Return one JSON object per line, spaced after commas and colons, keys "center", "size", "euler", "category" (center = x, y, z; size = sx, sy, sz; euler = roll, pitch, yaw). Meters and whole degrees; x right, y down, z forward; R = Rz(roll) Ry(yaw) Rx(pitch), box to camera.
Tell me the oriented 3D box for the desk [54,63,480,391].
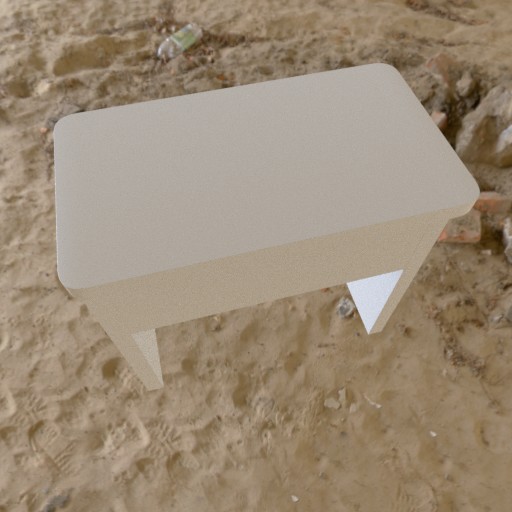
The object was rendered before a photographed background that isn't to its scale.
{"center": [0.000, 0.000, 1.218], "size": [0.790, 0.760, 0.446], "euler": [-13, 58, -8], "category": "desk"}
